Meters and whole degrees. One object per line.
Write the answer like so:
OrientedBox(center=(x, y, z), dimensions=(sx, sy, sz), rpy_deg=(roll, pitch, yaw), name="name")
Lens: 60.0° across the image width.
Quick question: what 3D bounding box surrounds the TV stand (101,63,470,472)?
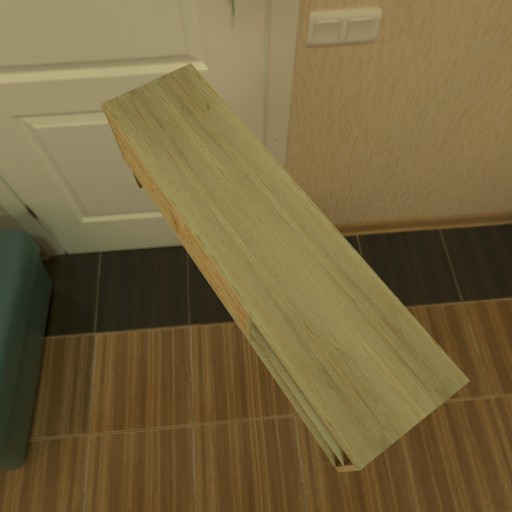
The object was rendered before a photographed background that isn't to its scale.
OrientedBox(center=(0.000, 0.000, 1.779), dimensions=(0.420, 0.550, 1.600), rpy_deg=(-31, 67, -15), name="TV stand")
